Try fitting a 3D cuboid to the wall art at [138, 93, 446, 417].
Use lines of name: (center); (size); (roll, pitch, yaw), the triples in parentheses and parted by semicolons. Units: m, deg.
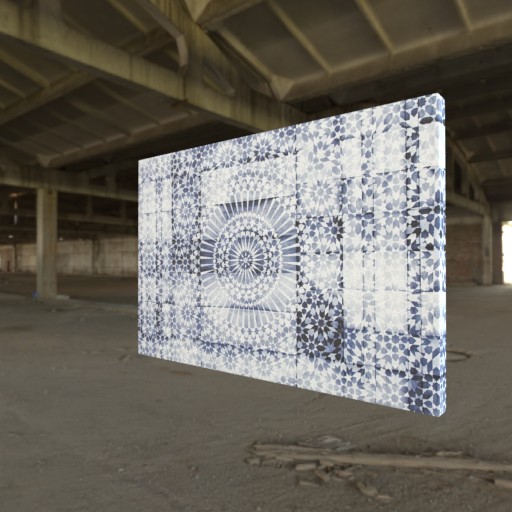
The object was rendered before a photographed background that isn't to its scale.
wall art: (0.000, 0.000, 0.754); (0.608, 0.406, 0.030); (0, -1, 38)
